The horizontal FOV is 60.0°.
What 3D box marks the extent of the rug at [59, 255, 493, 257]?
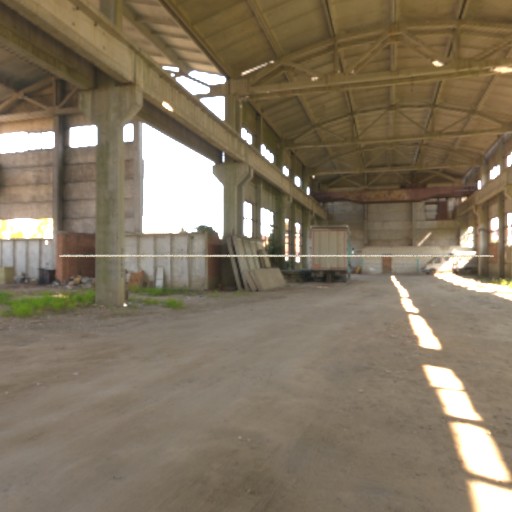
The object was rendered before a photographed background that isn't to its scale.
[{"bbox_3d":[0.000,0.000,3.989,2.980,0.012,2.363,0,0,-17],"label":"rug"}]
